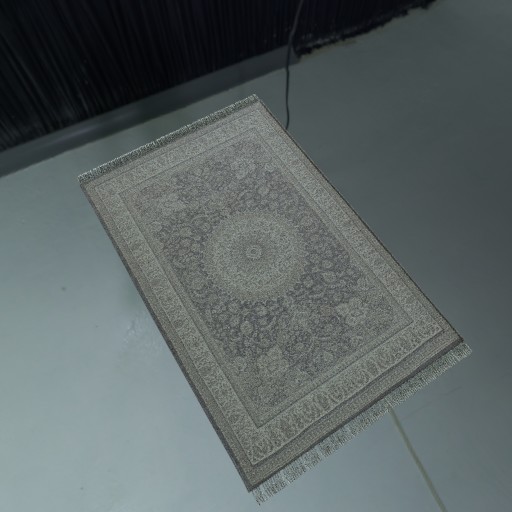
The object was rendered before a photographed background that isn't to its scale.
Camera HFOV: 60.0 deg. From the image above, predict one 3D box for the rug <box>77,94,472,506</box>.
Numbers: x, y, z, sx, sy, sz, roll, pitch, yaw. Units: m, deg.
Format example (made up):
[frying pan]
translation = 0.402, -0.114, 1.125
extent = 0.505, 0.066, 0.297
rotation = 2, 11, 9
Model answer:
[rug]
translation = 0.000, 0.000, 2.905
extent = 1.528, 0.010, 2.440
rotation = -29, 68, -13
